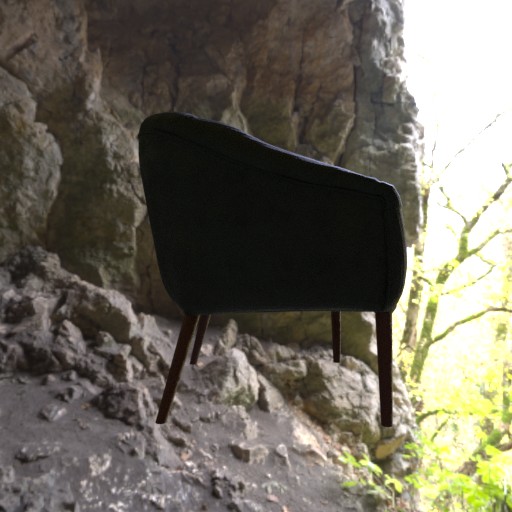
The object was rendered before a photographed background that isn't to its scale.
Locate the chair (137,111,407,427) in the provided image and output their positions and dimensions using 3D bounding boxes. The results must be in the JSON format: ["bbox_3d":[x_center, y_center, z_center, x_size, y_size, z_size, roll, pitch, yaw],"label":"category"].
[{"bbox_3d":[0.000,0.000,1.501,0.776,0.885,0.851,0,0,0],"label":"chair"}]
